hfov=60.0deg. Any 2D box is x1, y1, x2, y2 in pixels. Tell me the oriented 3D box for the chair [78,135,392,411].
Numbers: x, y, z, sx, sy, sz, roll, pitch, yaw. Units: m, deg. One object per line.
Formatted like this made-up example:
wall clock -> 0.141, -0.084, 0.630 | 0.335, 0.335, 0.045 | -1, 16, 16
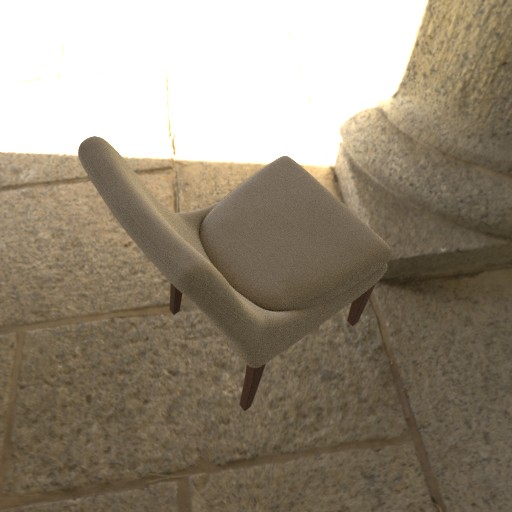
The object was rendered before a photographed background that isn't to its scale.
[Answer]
chair -> 0.000, 0.000, 1.286 | 0.638, 0.940, 0.515 | -33, 64, -19
